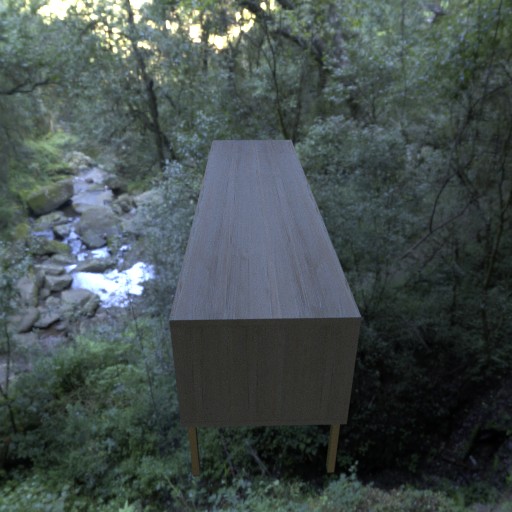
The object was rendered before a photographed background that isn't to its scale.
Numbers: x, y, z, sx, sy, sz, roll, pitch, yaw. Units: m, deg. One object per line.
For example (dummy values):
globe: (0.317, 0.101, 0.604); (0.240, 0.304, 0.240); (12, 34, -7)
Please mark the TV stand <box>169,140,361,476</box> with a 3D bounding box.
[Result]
TV stand: (0.000, 0.000, 1.801); (0.420, 0.550, 1.600); (-1, 28, -1)
